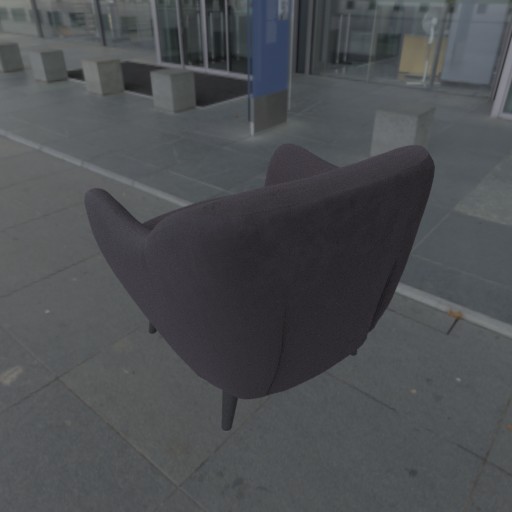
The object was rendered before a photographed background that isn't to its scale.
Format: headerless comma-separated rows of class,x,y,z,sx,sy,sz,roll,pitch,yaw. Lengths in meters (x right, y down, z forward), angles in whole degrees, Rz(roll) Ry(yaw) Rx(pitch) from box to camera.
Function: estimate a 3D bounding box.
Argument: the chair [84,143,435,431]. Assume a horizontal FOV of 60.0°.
chair,0.000,0.000,1.439,0.840,0.807,0.819,-21,37,-30
